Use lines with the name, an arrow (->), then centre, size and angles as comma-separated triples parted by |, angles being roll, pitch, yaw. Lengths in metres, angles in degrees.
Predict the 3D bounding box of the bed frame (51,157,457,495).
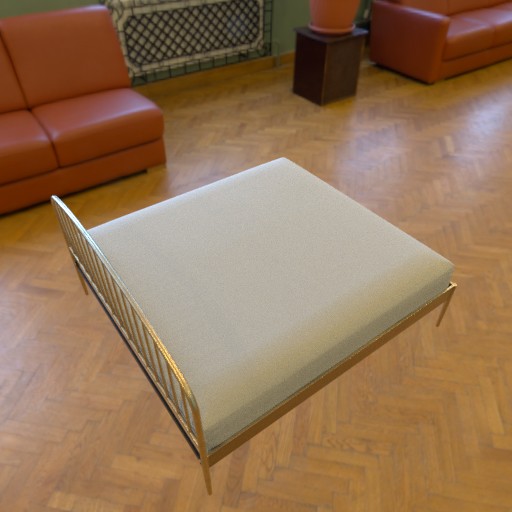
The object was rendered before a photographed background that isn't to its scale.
bed frame -> 0.000, 0.000, 3.263 | 2.152, 1.174, 2.016 | -26, 47, -26
